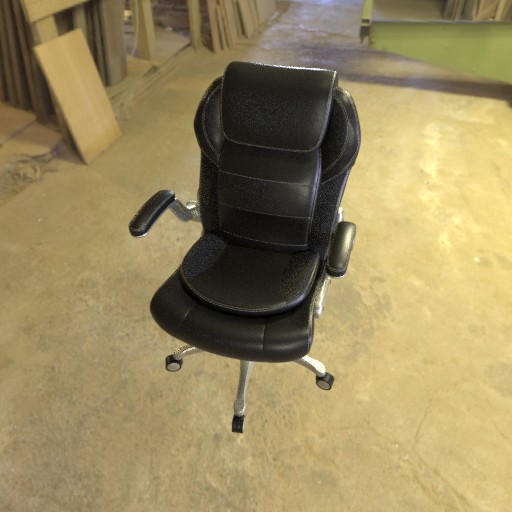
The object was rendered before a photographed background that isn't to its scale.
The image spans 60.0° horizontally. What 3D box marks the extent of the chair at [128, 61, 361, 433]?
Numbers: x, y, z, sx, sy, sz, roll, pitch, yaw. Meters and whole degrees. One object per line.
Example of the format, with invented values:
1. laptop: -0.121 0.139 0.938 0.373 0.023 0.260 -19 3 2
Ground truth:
1. chair: 0.000 0.000 1.626 0.724 1.141 0.801 11 42 13
